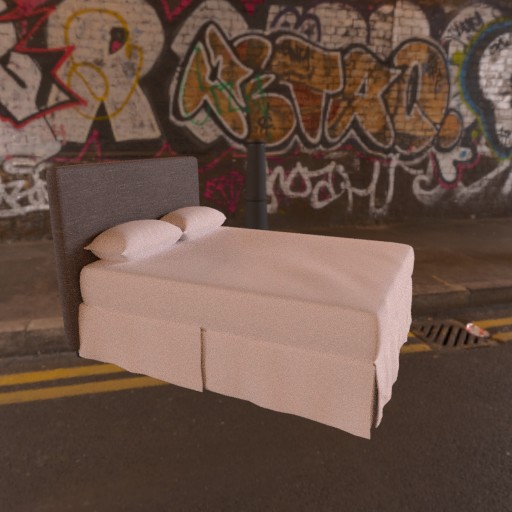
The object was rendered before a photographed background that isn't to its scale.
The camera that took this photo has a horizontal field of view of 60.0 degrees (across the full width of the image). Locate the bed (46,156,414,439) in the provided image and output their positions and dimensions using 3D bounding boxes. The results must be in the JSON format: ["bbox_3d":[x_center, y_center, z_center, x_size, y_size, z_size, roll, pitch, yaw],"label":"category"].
[{"bbox_3d":[0.000,0.000,3.232,2.142,1.330,1.723,7,17,24],"label":"bed"}]
